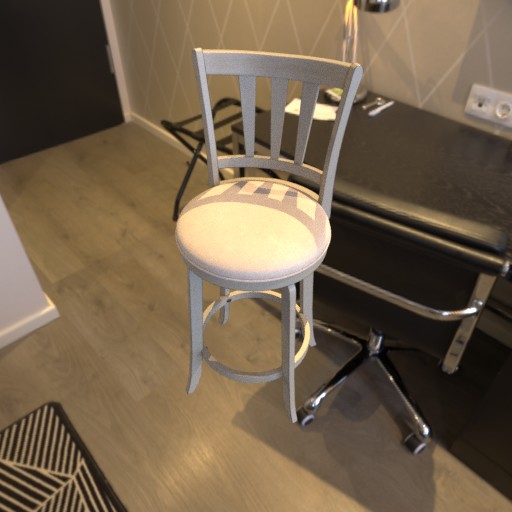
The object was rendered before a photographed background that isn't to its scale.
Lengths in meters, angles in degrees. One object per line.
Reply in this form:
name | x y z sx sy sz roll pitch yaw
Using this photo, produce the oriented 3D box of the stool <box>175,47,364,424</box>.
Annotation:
stool | 0.000 0.000 1.312 0.436 1.042 0.475 11 43 13
